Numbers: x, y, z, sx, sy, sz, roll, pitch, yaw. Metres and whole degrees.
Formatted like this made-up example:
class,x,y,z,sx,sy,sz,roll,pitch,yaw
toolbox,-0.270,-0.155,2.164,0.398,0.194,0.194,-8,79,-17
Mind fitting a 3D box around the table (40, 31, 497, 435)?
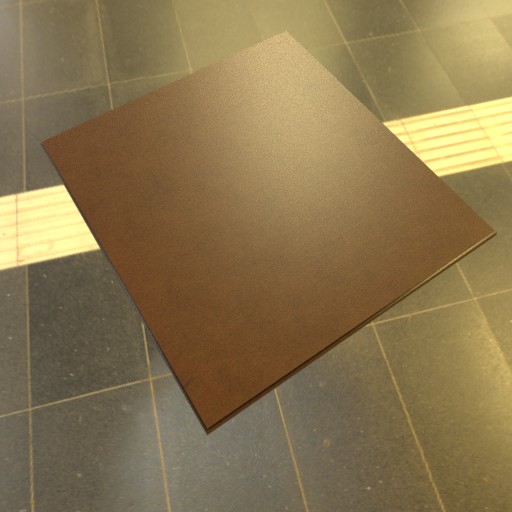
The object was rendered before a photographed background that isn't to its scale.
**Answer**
class,x,y,z,sx,sy,sz,roll,pitch,yaw
table,0.000,0.000,1.023,0.560,0.562,0.602,-31,67,-14
